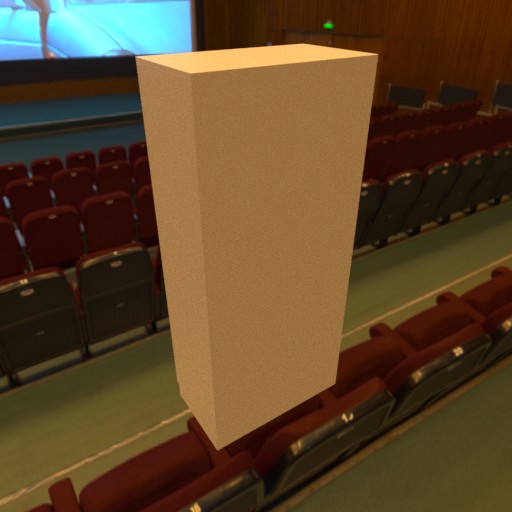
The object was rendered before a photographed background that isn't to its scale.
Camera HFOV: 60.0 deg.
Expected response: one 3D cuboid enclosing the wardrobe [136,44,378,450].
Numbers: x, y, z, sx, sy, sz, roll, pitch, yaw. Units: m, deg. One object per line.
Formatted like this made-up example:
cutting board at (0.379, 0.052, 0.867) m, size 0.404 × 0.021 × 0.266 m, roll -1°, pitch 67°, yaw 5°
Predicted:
wardrobe at (0.000, 0.000, 2.043) m, size 0.760 × 1.700 × 0.470 m, roll -19°, pitch 36°, yaw -28°
